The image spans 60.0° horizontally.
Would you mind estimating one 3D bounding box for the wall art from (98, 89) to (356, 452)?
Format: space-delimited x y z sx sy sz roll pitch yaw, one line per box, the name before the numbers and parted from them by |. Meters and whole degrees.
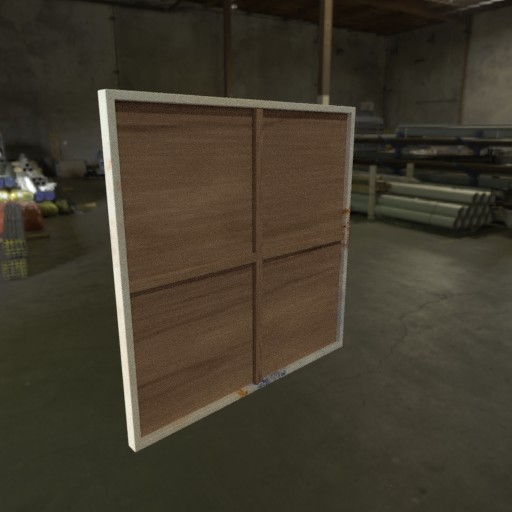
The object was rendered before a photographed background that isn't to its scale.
wall art | 0.000 0.000 1.341 0.889 0.889 0.038 -14 20 -41
